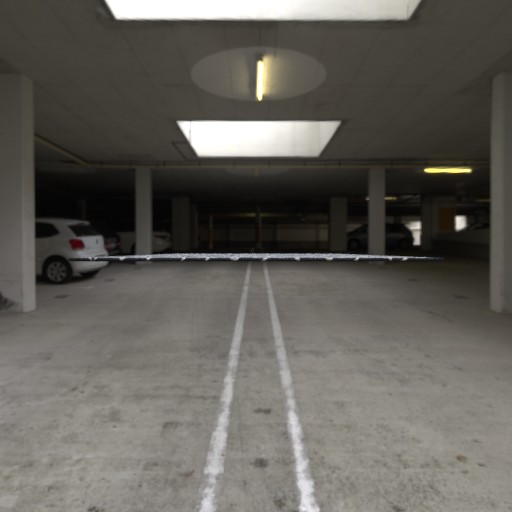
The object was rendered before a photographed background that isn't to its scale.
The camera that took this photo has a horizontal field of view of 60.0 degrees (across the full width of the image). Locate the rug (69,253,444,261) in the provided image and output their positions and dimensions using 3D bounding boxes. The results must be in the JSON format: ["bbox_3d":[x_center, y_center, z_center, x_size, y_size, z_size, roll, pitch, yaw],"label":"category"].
[{"bbox_3d":[0.000,0.000,2.341,1.223,0.013,1.830,0,1,0],"label":"rug"}]
